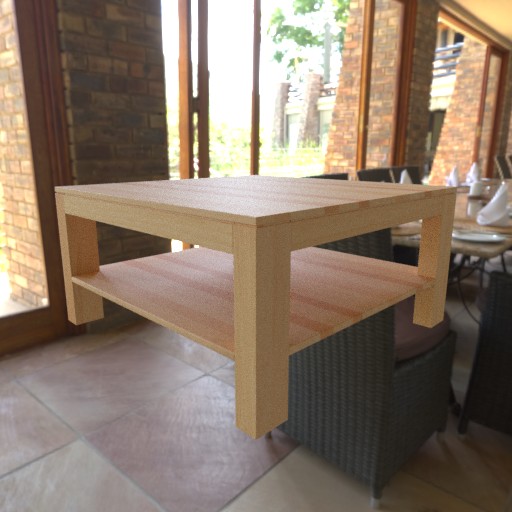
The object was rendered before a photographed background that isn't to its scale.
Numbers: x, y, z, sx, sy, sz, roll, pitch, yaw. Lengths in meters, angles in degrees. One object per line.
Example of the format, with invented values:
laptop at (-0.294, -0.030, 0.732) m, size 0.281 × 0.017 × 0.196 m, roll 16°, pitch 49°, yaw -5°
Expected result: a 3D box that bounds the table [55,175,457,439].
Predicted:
table at (0.000, 0.000, 1.453) m, size 0.900 × 0.450 × 0.900 m, roll 13°, pitch 19°, yaw 43°
